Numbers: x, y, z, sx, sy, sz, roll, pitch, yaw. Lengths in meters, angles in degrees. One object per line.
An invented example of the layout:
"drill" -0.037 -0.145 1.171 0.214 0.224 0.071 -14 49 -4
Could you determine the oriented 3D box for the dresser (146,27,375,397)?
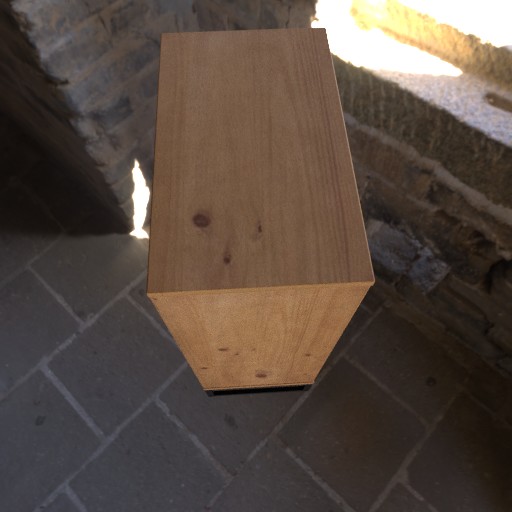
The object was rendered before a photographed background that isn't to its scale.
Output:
"dresser" 0.000 0.000 1.591 0.479 1.240 0.761 -3 64 -1
